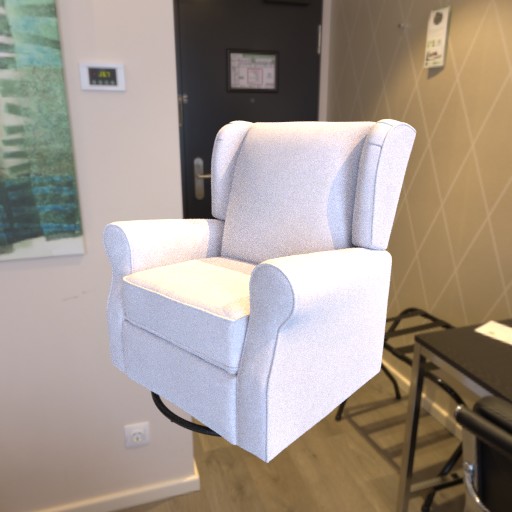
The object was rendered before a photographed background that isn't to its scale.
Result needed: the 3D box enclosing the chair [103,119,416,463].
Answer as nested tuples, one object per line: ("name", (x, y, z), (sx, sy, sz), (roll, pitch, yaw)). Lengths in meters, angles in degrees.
("chair", (0.000, 0.000, 1.641), (0.906, 0.967, 0.854), (14, 21, 40))
